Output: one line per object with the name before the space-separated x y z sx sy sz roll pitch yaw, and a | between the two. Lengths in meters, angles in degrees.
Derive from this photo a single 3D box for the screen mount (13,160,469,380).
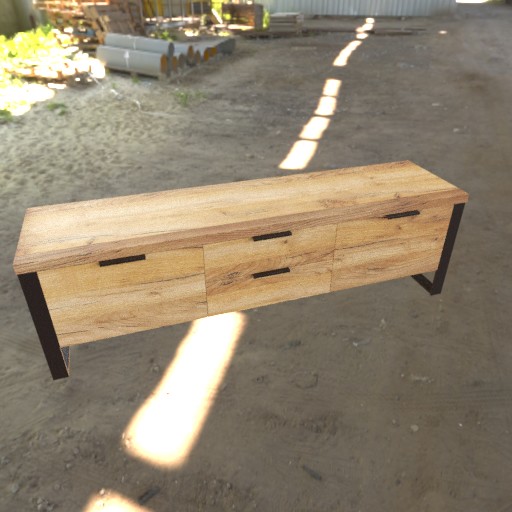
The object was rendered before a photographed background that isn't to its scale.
screen mount | 0.000 0.000 1.682 1.524 0.450 0.395 -10 33 -15
